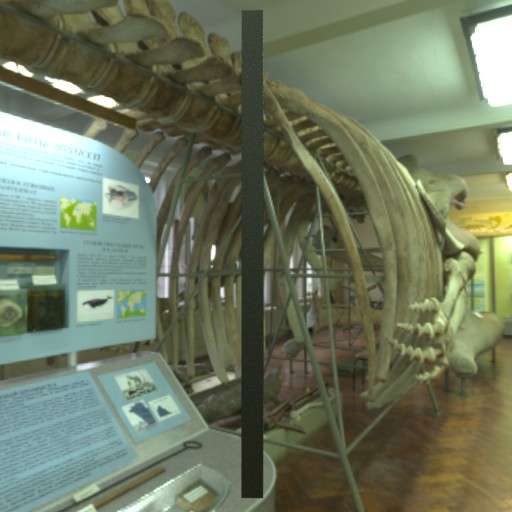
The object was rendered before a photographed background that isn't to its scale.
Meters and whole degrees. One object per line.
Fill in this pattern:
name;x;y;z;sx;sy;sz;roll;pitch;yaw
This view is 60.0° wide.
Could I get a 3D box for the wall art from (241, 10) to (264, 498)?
wall art;0.000;0.000;0.523;0.018;0.397;0.325;0;-2;1
